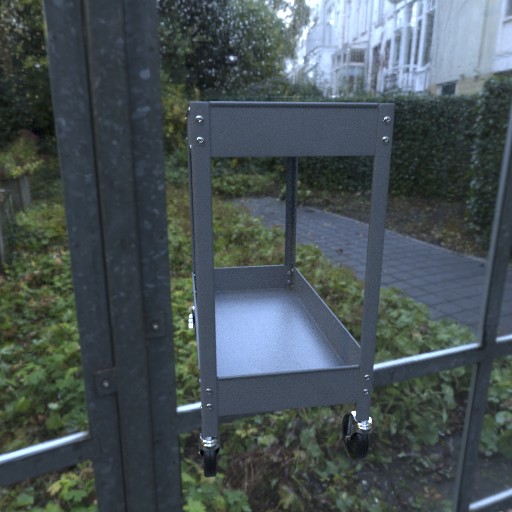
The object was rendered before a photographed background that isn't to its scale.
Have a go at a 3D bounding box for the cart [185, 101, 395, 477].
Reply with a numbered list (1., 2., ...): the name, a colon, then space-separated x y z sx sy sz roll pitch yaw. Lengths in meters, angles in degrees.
1. cart: 0.000 0.000 1.159 0.366 0.719 0.779 -3 16 -9
